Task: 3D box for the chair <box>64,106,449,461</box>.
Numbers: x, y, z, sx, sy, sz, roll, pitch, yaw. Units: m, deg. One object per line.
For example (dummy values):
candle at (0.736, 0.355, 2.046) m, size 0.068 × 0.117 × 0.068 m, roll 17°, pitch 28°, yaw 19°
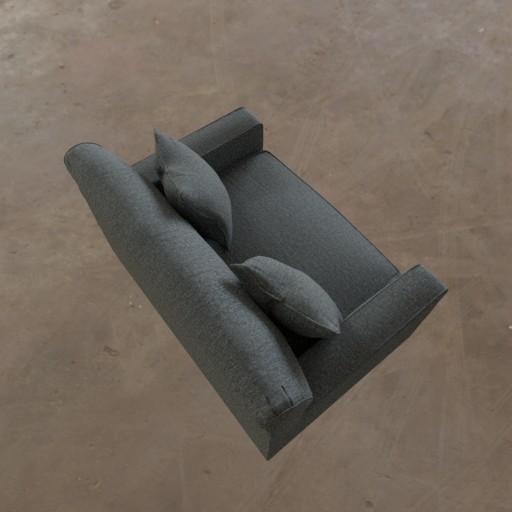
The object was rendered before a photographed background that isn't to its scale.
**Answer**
chair at (0.000, 0.000, 2.057) m, size 1.000 × 0.948 × 1.383 m, roll -34°, pitch 65°, yaw -18°
